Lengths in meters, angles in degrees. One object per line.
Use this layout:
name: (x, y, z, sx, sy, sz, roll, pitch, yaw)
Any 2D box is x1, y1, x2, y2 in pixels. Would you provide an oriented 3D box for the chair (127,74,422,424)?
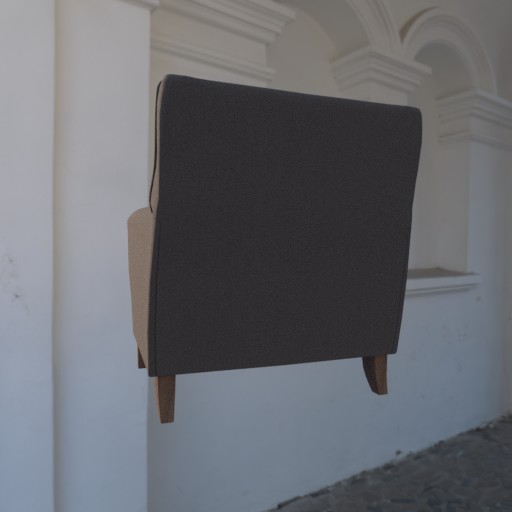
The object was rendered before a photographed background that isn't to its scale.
chair: (0.000, 0.000, 1.586, 0.836, 0.911, 0.831, 0, 1, -20)
